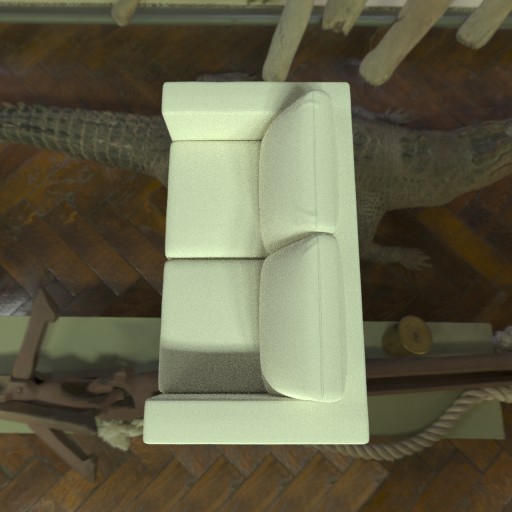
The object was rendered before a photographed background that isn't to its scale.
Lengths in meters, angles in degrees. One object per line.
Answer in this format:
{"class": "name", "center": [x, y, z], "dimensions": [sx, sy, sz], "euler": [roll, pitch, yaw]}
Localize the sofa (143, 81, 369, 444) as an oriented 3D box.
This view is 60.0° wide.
{"class": "sofa", "center": [0.000, 0.000, 2.337], "dimensions": [1.009, 0.932, 1.813], "euler": [0, 76, 0]}
